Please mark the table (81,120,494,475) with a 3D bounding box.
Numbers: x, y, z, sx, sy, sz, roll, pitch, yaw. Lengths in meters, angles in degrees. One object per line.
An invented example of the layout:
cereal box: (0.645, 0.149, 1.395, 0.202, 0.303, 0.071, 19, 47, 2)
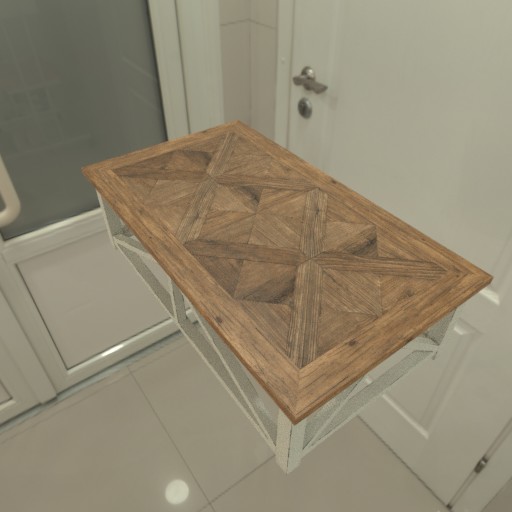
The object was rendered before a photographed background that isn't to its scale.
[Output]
table: (0.000, 0.000, 1.752, 0.800, 0.410, 1.400, -26, 47, -26)
